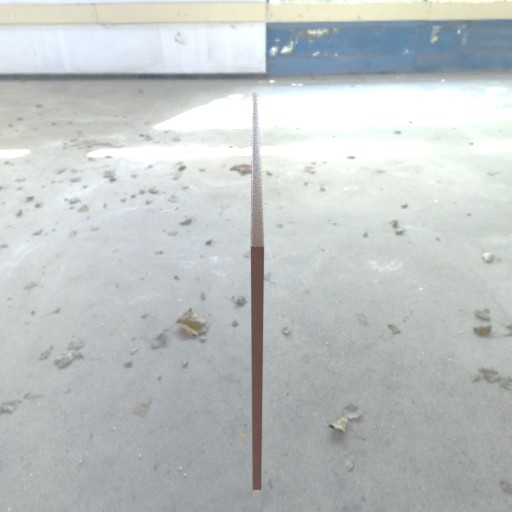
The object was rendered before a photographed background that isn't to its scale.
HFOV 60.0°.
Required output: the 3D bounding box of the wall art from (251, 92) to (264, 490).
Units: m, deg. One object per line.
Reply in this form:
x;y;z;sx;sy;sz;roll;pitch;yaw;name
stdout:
0.000;0.000;0.854;0.014;0.455;0.660;0;33;0;wall art
